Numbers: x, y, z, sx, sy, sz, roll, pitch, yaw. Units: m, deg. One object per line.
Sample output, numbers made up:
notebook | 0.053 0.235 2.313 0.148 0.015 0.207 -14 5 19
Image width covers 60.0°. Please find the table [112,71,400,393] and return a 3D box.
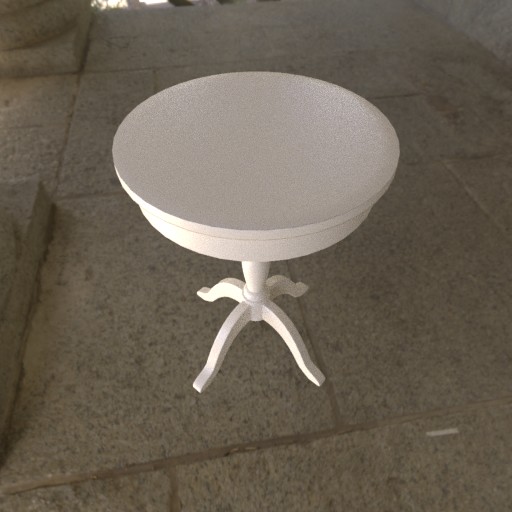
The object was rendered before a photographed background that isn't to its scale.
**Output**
table | 0.000 0.000 1.046 0.513 0.653 0.513 0 47 0
